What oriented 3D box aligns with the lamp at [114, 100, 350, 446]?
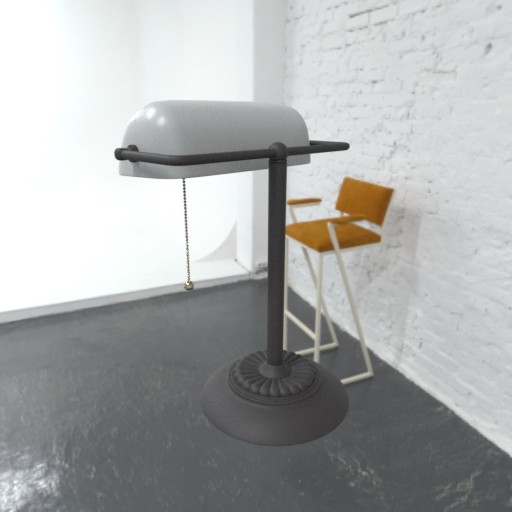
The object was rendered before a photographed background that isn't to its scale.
[{"bbox_3d":[0.000,0.000,0.510,0.264,0.339,0.243,-17,24,-42],"label":"lamp"}]
